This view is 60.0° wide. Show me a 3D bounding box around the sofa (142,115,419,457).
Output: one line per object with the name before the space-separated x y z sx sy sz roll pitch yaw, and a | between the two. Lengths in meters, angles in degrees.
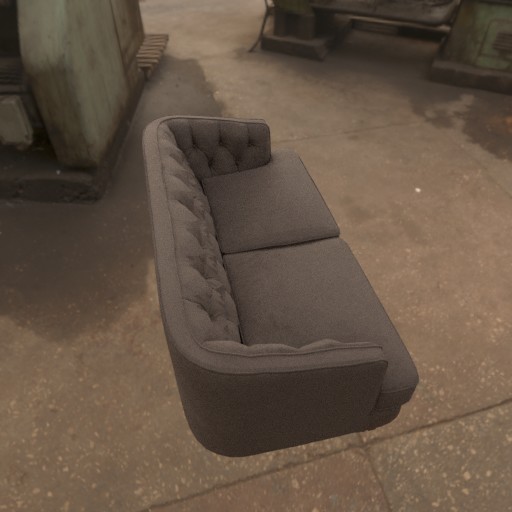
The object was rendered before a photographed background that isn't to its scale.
sofa | 0.000 0.000 2.227 0.941 0.855 1.733 -10 46 -9
